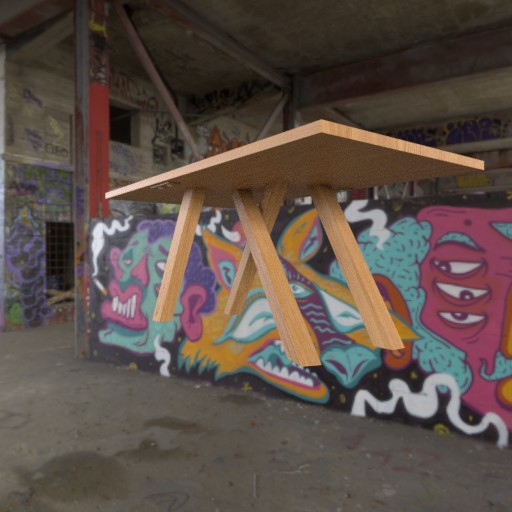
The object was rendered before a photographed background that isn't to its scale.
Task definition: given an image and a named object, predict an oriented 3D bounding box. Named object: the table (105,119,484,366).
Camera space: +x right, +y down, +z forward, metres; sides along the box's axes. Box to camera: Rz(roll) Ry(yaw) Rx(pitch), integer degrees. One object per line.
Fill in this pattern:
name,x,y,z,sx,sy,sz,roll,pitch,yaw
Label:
table,0.000,0.000,2.196,0.901,0.750,1.797,0,0,-37
